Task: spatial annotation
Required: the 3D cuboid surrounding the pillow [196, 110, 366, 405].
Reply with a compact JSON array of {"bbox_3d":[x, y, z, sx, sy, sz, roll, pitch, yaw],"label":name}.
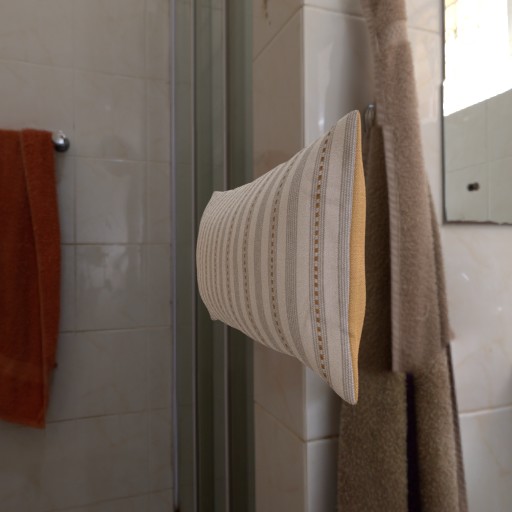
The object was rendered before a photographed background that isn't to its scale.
[{"bbox_3d":[0.000,0.000,0.721,0.151,0.291,0.608,0,0,-19],"label":"pillow"}]
